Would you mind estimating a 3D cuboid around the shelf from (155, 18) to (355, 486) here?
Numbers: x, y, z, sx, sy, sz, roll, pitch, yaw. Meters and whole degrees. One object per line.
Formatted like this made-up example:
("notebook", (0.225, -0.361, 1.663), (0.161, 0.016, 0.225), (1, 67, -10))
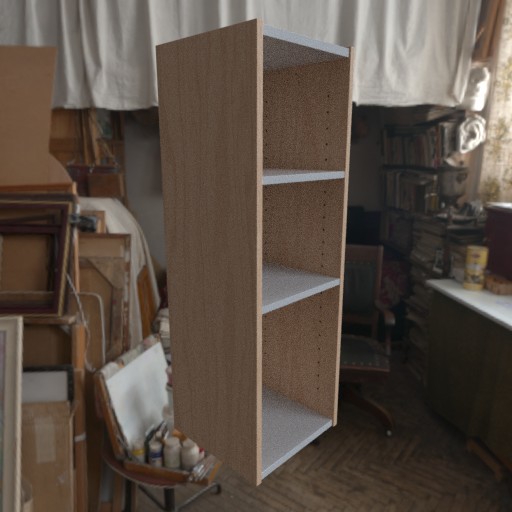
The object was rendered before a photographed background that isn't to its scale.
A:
("shelf", (0.000, 0.000, 1.032), (0.290, 0.900, 0.300), (13, 19, 42))
